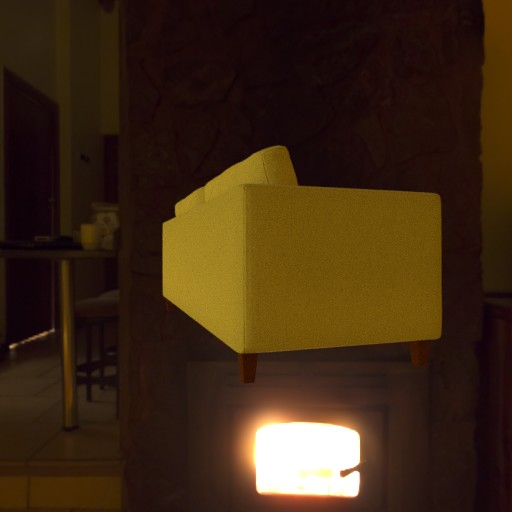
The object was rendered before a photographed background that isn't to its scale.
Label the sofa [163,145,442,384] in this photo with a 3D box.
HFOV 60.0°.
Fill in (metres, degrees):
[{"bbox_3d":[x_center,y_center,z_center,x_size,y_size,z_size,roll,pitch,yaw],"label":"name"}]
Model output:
[{"bbox_3d":[0.000,0.000,2.915,0.948,0.965,2.434,0,1,-19],"label":"sofa"}]
